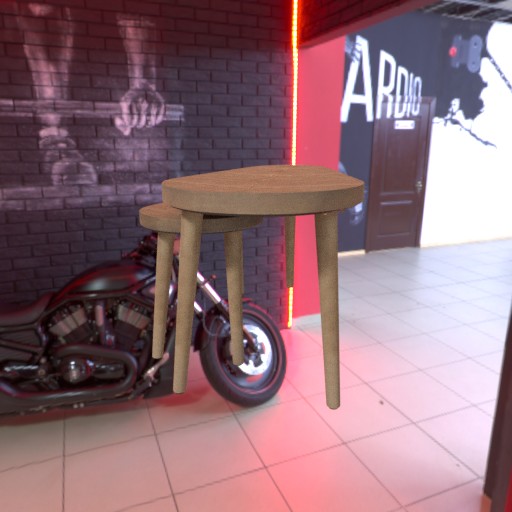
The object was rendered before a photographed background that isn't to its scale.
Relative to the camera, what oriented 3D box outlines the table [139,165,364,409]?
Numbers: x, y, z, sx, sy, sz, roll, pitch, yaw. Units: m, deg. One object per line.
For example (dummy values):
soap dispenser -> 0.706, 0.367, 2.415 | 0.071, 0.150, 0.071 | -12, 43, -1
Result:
table -> 0.000, 0.000, 1.616 | 0.701, 0.595, 1.190 | 3, 15, 10
